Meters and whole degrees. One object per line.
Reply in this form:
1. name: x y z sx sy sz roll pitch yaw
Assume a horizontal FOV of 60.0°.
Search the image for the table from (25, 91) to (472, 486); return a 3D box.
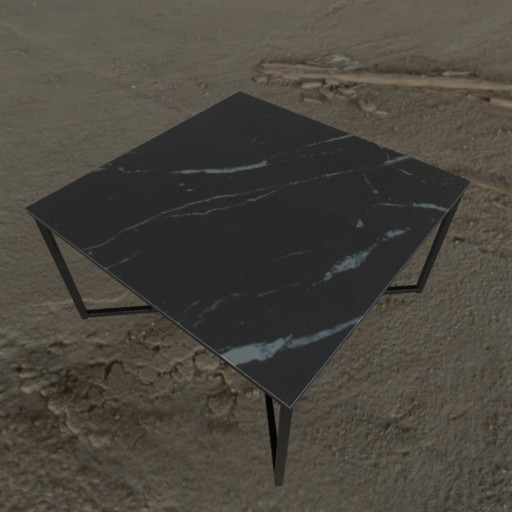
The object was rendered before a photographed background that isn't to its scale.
1. table: 0.000 0.000 1.278 0.800 0.450 0.800 31 53 26
